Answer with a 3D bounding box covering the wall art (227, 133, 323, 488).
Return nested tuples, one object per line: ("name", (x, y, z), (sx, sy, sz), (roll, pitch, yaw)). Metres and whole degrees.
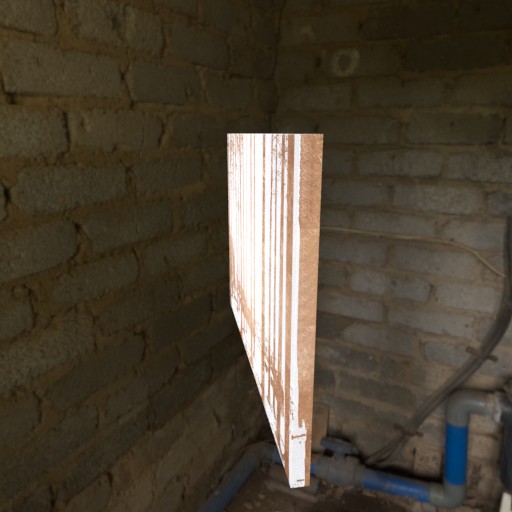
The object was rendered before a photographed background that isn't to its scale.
("wall art", (0.000, 0.000, 1.145), (0.035, 0.609, 0.914), (-3, 16, -10))
